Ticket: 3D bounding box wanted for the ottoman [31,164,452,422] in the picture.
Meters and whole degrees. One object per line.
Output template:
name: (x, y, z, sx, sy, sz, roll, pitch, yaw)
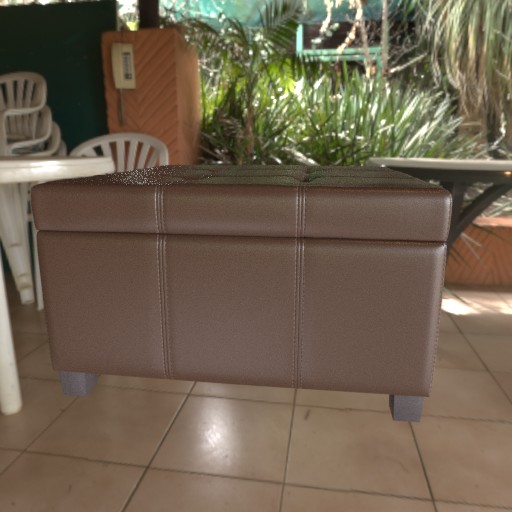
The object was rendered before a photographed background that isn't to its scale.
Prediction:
ottoman: (0.000, 0.000, 1.214, 0.787, 0.460, 0.788, 2, 14, 7)
